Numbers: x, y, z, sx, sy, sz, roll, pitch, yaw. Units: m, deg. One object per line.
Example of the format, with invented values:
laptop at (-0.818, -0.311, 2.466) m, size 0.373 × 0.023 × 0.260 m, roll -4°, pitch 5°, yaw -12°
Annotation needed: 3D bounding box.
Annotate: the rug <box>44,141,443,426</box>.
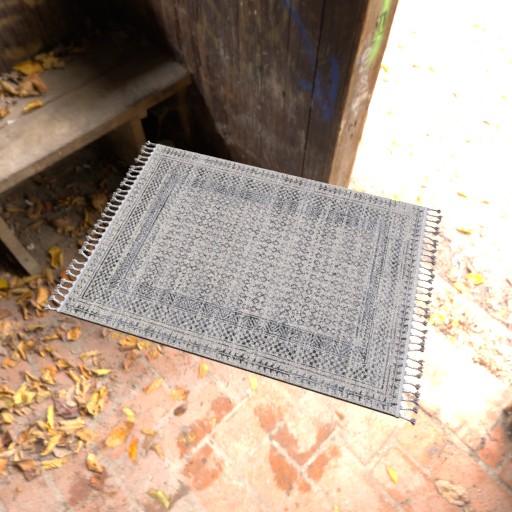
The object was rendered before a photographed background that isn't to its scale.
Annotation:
rug at (0.000, 0.000, 2.374) m, size 1.872 × 0.013 × 1.243 m, roll 15°, pitch 59°, yaw 9°
